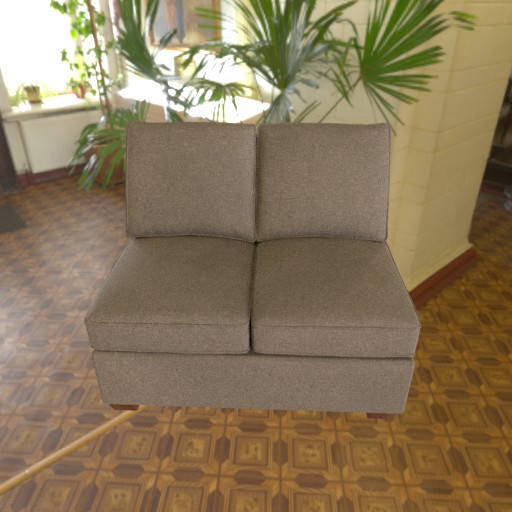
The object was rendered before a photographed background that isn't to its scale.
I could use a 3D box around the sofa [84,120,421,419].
[{"bbox_3d":[0.000,0.000,1.951,1.237,1.008,0.951,1,30,2],"label":"sofa"}]
